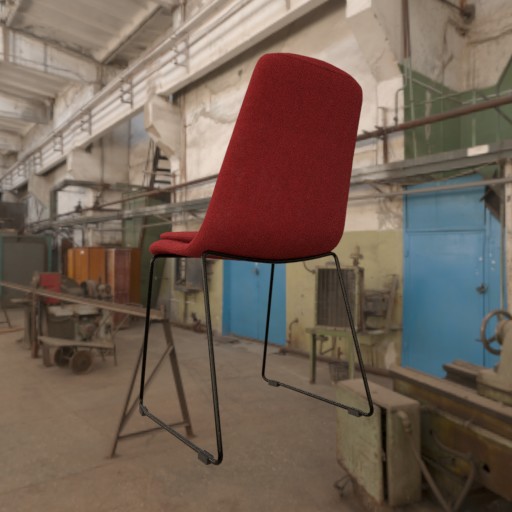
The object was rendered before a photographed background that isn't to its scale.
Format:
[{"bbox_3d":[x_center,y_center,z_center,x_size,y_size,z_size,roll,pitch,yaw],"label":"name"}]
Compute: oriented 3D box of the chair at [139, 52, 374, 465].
[{"bbox_3d":[0.000,0.000,1.175,0.479,0.858,0.518,0,0,-36],"label":"chair"}]
